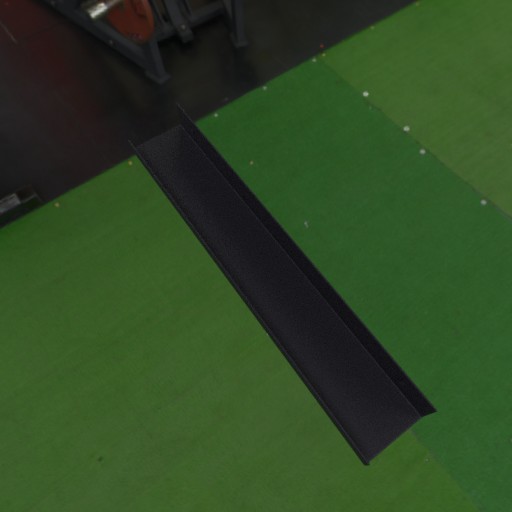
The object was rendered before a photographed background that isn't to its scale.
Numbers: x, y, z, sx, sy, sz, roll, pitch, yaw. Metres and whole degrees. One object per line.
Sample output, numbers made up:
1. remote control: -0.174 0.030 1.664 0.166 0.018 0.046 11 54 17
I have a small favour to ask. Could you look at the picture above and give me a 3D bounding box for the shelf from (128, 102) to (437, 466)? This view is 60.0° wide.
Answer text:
1. shelf: 0.000 0.000 0.646 0.102 0.053 0.605 -32 68 -15
